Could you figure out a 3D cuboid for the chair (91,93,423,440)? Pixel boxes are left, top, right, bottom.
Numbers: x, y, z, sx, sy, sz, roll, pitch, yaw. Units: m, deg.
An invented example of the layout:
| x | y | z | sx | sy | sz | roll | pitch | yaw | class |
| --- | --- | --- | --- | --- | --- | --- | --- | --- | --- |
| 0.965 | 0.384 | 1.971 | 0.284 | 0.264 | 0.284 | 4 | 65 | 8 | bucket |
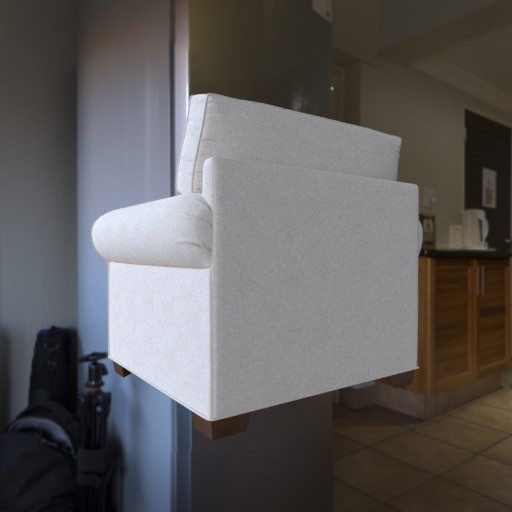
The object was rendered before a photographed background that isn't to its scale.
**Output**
| x | y | z | sx | sy | sz | roll | pitch | yaw | class |
| --- | --- | --- | --- | --- | --- | --- | --- | --- | --- |
| 0.000 | 0.000 | 1.733 | 1.040 | 0.955 | 0.863 | -1 | 1 | -35 | chair |
